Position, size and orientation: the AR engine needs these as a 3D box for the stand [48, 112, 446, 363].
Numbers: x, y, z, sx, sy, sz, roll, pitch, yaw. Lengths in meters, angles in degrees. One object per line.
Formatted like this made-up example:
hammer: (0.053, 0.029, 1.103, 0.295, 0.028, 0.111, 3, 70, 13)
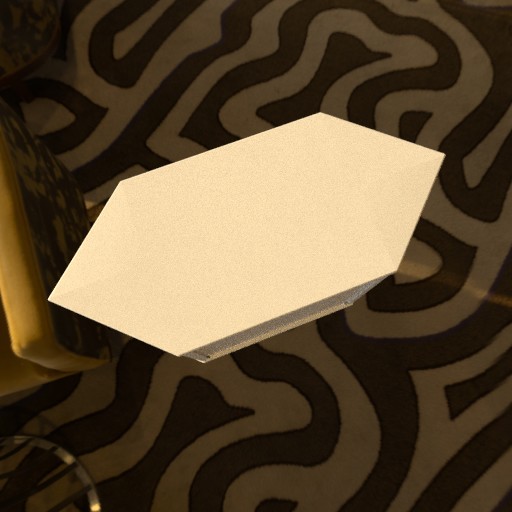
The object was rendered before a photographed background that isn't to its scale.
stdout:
stand: (0.000, 0.000, 1.410, 1.072, 0.614, 0.477, -20, 76, -5)
